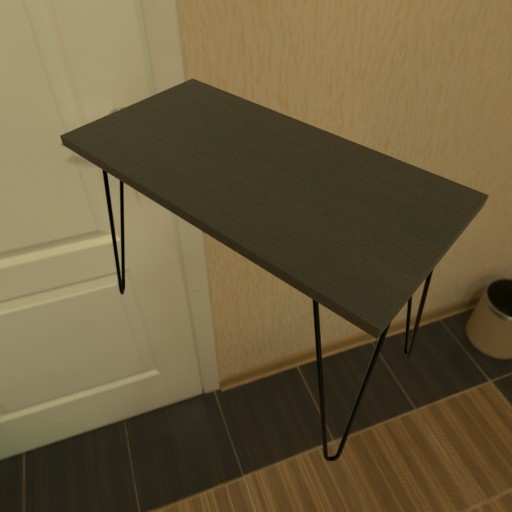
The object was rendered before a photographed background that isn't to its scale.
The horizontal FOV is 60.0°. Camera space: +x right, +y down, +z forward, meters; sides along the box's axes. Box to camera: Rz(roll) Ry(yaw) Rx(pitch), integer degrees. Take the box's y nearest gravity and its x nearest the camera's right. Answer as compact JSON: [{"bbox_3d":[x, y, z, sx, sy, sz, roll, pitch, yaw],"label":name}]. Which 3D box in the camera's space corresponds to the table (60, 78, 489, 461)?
[{"bbox_3d":[0.000,0.000,1.351,0.991,0.660,0.499,31,52,28],"label":"table"}]
